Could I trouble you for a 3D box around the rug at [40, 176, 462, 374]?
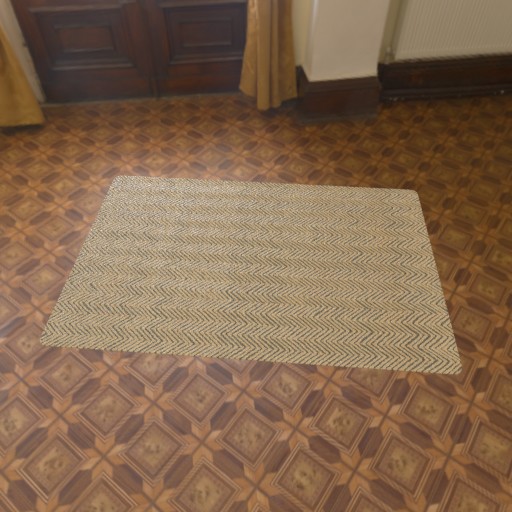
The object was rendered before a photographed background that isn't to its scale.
[{"bbox_3d":[0.000,0.000,2.194,1.752,0.008,1.144,3,48,3],"label":"rug"}]
